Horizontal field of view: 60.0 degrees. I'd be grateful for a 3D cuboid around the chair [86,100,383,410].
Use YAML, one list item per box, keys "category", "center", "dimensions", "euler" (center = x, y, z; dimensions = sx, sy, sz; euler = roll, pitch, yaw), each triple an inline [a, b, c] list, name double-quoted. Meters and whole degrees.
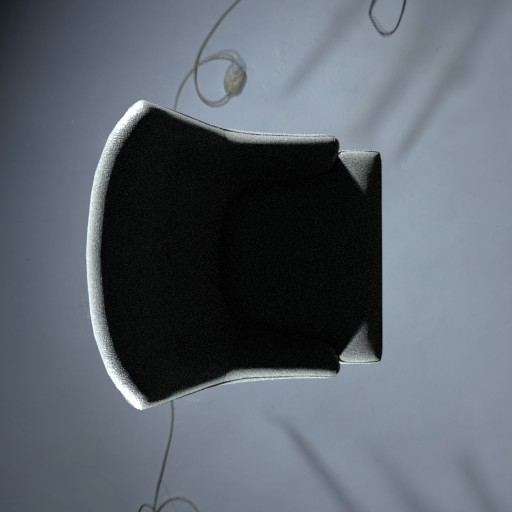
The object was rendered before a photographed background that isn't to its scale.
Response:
- category: "chair"
  center: [0.000, 0.000, 1.590]
  dimensions: [0.923, 0.856, 0.864]
  euler: [0, 89, 0]
